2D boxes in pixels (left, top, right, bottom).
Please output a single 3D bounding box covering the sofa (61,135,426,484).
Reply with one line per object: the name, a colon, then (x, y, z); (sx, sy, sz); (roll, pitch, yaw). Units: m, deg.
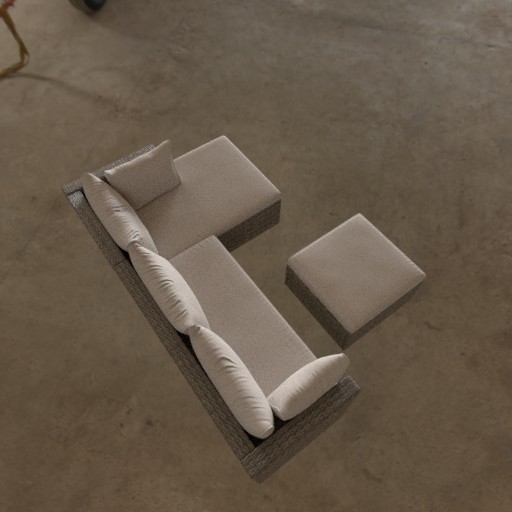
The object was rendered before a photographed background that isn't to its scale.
sofa: (0.000, 0.000, 2.982); (1.662, 0.766, 2.192); (-32, 63, -18)
